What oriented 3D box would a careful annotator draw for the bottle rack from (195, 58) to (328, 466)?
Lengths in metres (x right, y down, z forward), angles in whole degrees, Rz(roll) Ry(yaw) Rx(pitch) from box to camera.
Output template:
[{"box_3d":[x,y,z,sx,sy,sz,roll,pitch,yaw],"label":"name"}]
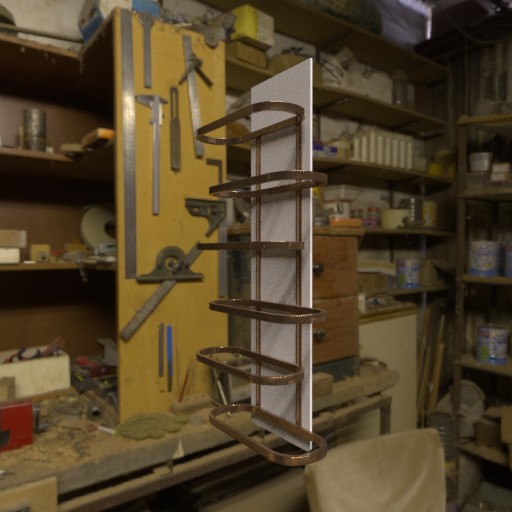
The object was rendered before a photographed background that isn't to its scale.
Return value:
[{"box_3d":[0.000,0.000,0.836,0.118,0.709,0.332,0,1,-36],"label":"bottle rack"}]
